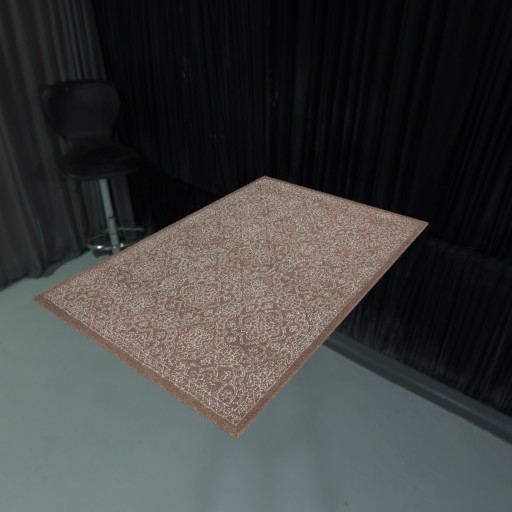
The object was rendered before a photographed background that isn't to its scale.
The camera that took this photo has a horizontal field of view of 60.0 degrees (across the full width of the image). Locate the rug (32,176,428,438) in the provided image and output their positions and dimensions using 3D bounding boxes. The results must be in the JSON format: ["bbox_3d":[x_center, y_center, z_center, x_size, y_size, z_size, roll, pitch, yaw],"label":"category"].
[{"bbox_3d":[0.000,0.000,2.940,1.524,0.011,2.286,22,39,30],"label":"rug"}]
